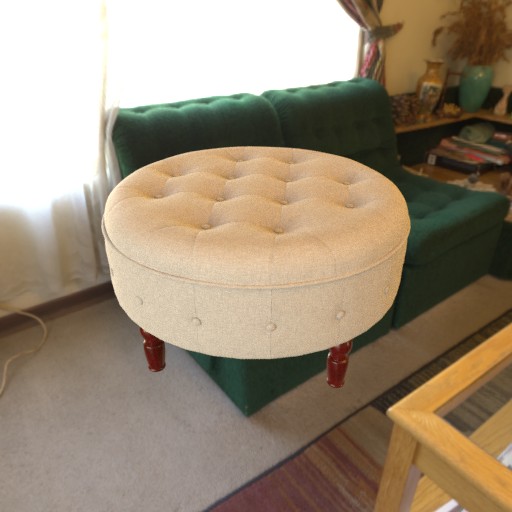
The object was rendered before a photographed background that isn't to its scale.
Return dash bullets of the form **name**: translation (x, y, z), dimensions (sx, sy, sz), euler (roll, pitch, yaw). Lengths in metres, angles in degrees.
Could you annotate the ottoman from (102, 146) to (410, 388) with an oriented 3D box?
- **ottoman**: translation (0.000, 0.000, 1.352), dimensions (0.849, 0.478, 0.849), euler (0, 29, 0)
